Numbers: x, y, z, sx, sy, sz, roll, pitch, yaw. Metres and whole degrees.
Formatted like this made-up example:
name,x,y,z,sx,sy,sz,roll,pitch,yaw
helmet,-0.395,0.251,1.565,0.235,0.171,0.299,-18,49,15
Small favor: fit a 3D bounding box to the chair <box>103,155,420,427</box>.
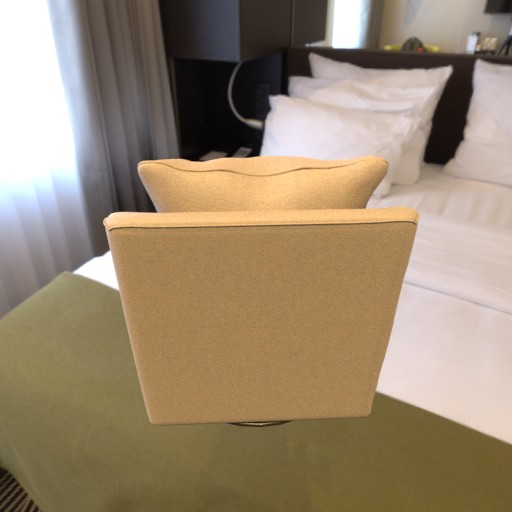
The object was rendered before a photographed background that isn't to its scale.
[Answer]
name,x,y,z,sx,sy,sz,roll,pitch,yaw
chair,0.000,0.000,1.563,0.760,0.942,0.876,-1,31,-2
